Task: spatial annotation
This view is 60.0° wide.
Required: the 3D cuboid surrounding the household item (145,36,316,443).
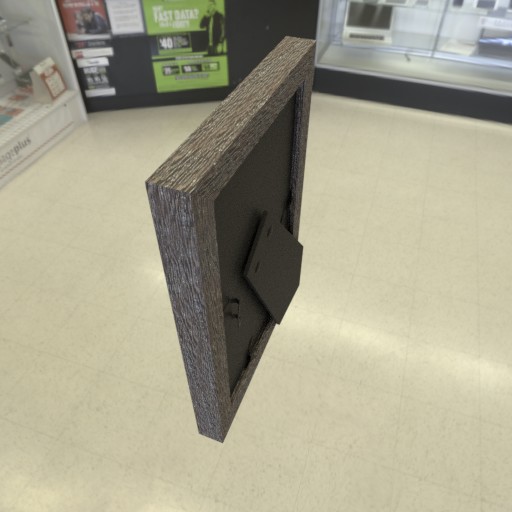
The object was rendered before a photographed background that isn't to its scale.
[{"bbox_3d":[0.000,0.000,0.239,0.020,0.180,0.133,16,47,15],"label":"household item"}]
